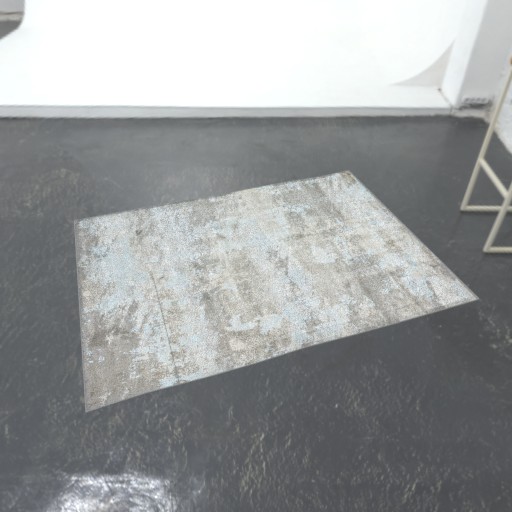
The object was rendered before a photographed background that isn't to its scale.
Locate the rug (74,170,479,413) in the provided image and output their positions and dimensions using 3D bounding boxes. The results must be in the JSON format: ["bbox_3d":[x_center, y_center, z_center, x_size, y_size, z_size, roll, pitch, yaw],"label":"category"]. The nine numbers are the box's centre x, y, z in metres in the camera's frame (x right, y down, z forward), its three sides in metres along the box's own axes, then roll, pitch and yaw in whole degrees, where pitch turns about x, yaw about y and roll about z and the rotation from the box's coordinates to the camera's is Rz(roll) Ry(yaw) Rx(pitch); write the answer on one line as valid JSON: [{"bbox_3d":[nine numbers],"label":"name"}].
[{"bbox_3d":[0.000,0.000,4.316,3.307,0.013,2.393,-13,42,-15],"label":"rug"}]
